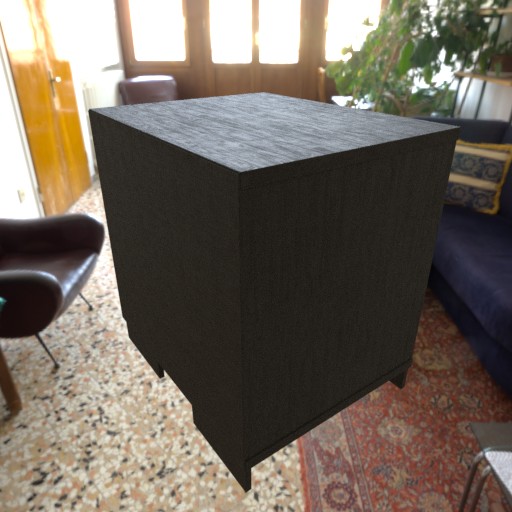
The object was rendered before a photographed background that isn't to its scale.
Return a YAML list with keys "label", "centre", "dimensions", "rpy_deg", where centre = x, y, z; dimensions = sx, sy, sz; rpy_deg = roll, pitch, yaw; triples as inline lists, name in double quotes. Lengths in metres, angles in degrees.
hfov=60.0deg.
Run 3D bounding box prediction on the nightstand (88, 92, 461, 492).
- label: "nightstand"
  centre: [0.000, 0.000, 0.738]
  dimensions: [0.347, 0.448, 0.427]
  rpy_deg: [-18, 32, -31]
